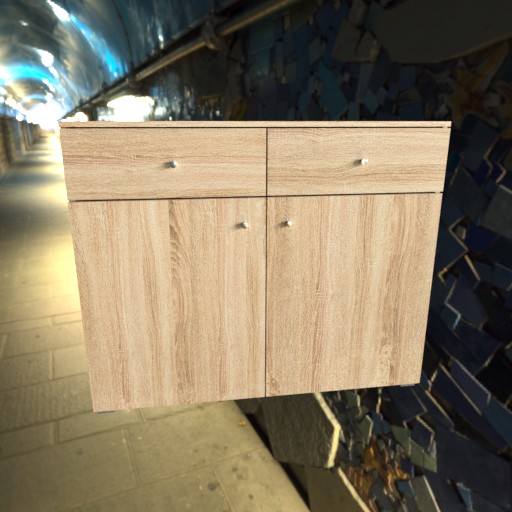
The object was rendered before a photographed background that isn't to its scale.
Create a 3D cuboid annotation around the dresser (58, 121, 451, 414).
[{"bbox_3d":[0.000,0.000,1.550,1.100,0.900,0.450,-2,17,-8],"label":"dresser"}]
